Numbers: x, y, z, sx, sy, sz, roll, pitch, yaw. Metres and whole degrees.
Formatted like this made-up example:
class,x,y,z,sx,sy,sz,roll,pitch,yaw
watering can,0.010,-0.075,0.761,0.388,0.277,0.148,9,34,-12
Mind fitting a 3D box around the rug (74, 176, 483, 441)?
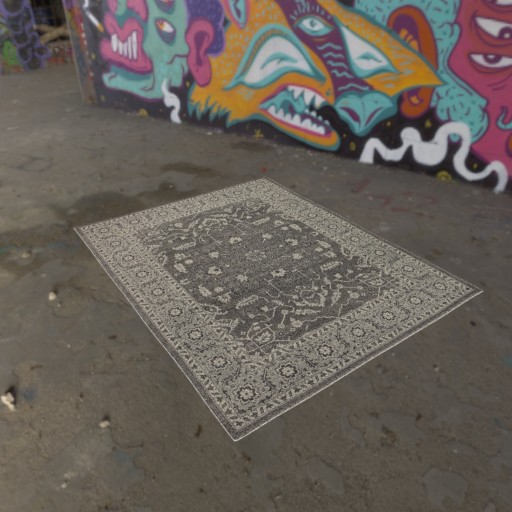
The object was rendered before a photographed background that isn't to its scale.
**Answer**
class,x,y,z,sx,sy,sz,roll,pitch,yaw
rug,0.000,0.000,4.119,2.451,0.026,3.069,-21,37,-29
